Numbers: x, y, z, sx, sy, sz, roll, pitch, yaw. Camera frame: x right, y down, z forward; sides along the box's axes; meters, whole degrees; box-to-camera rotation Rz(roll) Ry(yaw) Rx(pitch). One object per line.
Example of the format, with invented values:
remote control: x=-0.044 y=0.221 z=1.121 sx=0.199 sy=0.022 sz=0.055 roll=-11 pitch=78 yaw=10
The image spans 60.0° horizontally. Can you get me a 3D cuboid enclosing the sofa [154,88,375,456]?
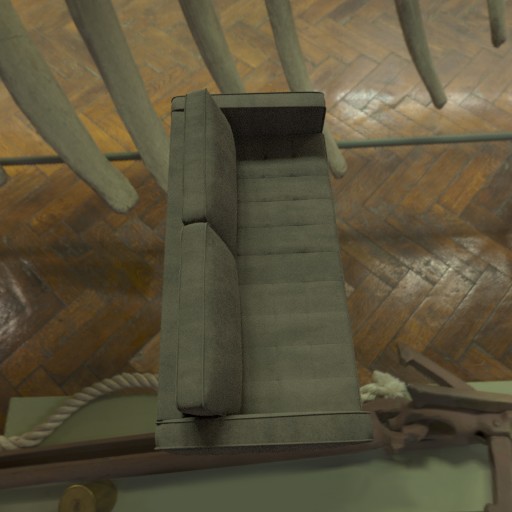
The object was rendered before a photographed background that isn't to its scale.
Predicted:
sofa: x=0.000 y=0.000 z=2.368 sx=0.924 sy=0.825 sz=1.920 roll=-2 pitch=65 yaw=-1
